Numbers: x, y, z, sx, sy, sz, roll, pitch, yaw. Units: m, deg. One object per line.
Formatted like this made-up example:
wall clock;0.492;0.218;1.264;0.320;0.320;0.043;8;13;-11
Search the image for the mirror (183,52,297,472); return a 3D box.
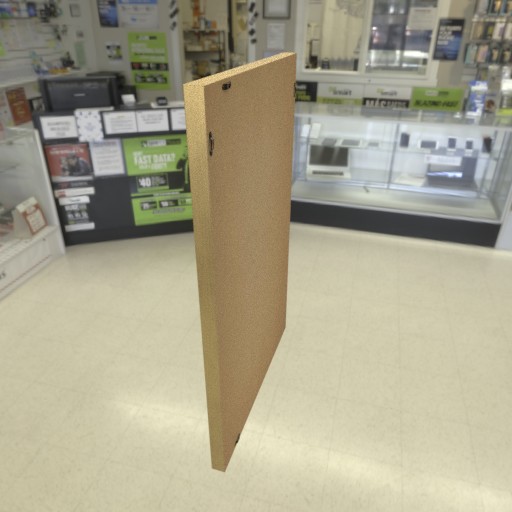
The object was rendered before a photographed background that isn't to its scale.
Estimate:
mirror;0.000;0.000;1.147;0.040;0.915;0.609;9;30;16
